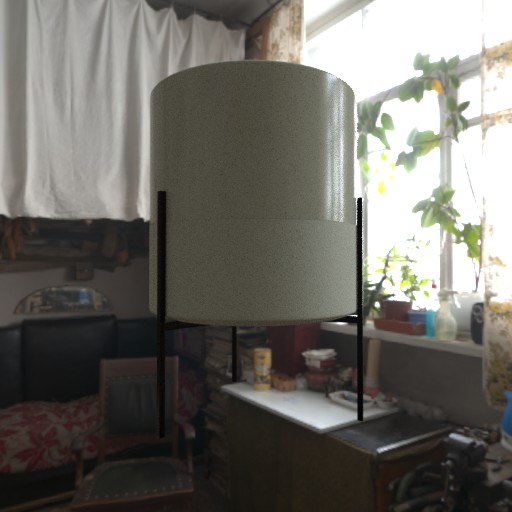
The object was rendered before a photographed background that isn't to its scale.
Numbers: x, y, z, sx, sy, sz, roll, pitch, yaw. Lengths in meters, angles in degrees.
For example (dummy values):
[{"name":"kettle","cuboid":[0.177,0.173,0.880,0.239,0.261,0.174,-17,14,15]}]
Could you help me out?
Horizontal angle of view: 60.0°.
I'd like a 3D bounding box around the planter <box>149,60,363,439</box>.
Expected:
[{"name":"planter","cuboid":[0.000,0.000,0.688,0.323,0.475,0.314,0,-1,17]}]
